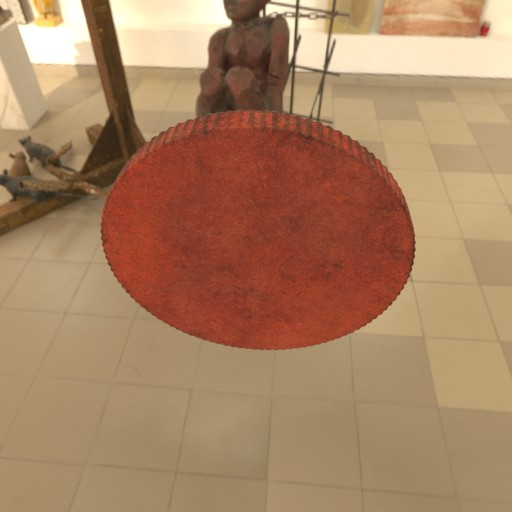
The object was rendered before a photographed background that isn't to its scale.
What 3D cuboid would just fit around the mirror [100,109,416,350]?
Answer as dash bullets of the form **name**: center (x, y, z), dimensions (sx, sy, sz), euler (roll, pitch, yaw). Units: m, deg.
- **mirror**: center (0.000, 0.000, 0.898), dimensions (0.609, 0.609, 0.056), euler (3, 46, 3)
